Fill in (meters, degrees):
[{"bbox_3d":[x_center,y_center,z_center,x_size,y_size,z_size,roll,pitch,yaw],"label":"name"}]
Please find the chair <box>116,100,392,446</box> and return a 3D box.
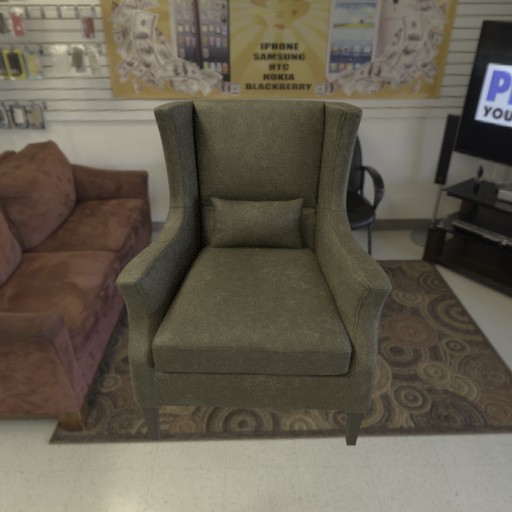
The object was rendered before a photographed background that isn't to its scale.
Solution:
[{"bbox_3d":[0.000,0.000,1.674,0.853,1.016,0.926,1,29,2],"label":"chair"}]
